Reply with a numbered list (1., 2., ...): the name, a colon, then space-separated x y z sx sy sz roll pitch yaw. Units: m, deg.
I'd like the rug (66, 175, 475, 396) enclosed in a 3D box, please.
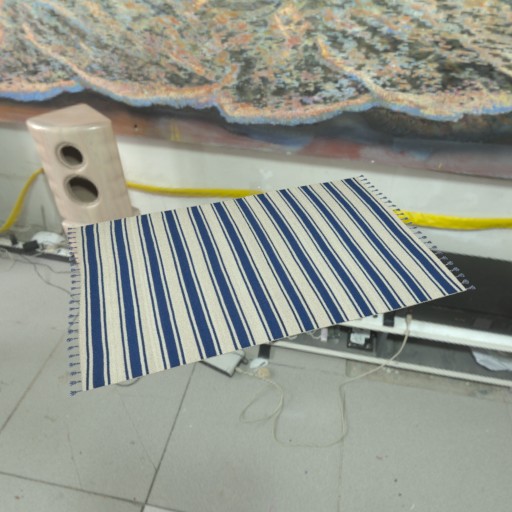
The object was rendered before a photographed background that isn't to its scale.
1. rug: 0.000 0.000 2.587 2.108 0.009 1.248 -12 43 -14
